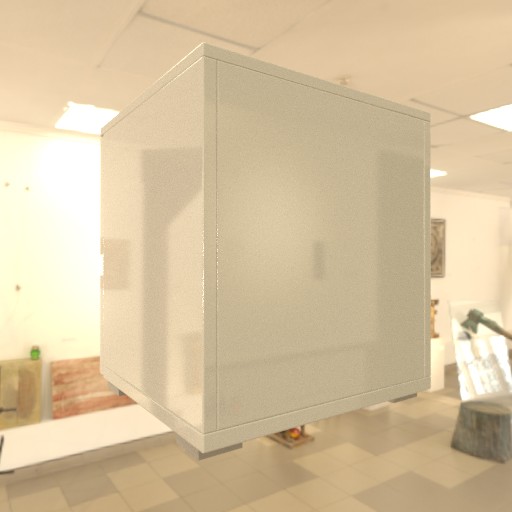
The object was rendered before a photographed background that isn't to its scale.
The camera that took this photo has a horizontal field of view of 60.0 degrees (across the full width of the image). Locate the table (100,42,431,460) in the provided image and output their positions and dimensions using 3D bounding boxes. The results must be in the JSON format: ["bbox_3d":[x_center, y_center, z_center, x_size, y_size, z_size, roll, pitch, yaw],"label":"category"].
[{"bbox_3d":[0.000,0.000,0.770,0.420,0.470,0.400,0,0,-35],"label":"table"}]
